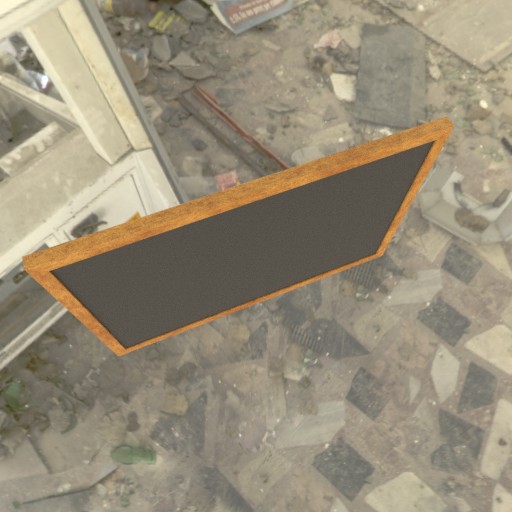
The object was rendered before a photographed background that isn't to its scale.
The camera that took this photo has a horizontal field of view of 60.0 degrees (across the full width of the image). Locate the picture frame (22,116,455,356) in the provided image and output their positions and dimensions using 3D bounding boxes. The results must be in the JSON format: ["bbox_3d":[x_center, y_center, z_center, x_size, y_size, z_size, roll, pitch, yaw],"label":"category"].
[{"bbox_3d":[0.000,0.000,1.168,0.922,0.621,0.029,-20,65,-10],"label":"picture frame"}]
